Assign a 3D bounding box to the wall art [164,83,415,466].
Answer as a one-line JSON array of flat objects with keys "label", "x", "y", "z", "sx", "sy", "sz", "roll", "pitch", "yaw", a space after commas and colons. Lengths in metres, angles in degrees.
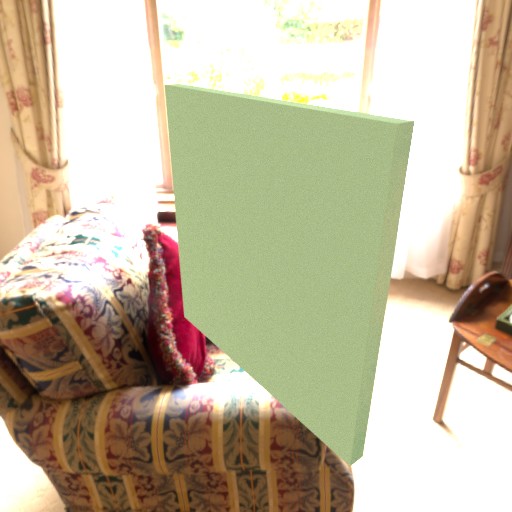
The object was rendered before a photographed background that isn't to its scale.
[{"label": "wall art", "x": 0.000, "y": 0.000, "z": 0.889, "sx": 0.036, "sy": 0.603, "sz": 0.603, "roll": -19, "pitch": 32, "yaw": -33}]
